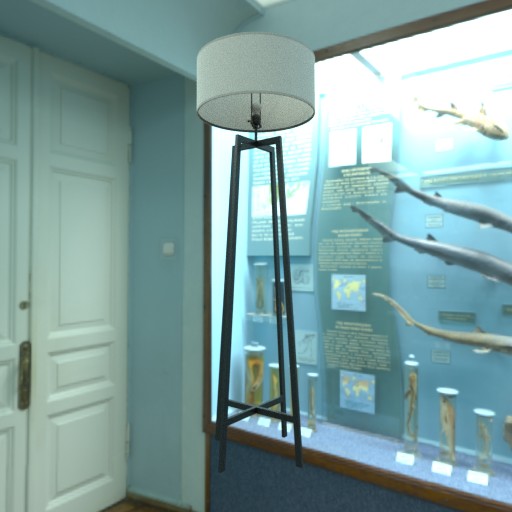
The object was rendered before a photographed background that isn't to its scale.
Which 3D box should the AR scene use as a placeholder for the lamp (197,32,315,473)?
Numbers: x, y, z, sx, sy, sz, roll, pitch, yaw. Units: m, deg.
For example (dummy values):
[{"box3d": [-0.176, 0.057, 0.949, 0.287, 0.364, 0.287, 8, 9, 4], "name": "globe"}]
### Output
[{"box3d": [0.000, 0.000, 1.716, 0.456, 1.510, 0.457, -1, -1, 38], "name": "lamp"}]
